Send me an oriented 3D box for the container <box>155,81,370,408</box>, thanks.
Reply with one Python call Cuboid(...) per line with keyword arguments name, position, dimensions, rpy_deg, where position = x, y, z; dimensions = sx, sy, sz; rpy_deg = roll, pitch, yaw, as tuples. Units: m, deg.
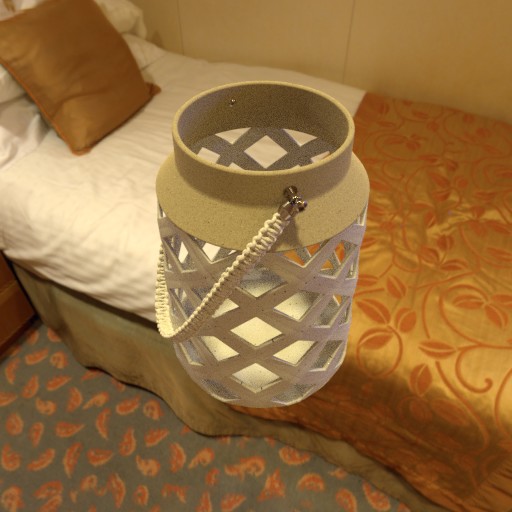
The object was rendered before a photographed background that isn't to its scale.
Cuboid(name="container", position=(0.000, 0.000, 0.398), dimensions=(0.198, 0.264, 0.188), rpy_deg=(-14, 48, -13))
